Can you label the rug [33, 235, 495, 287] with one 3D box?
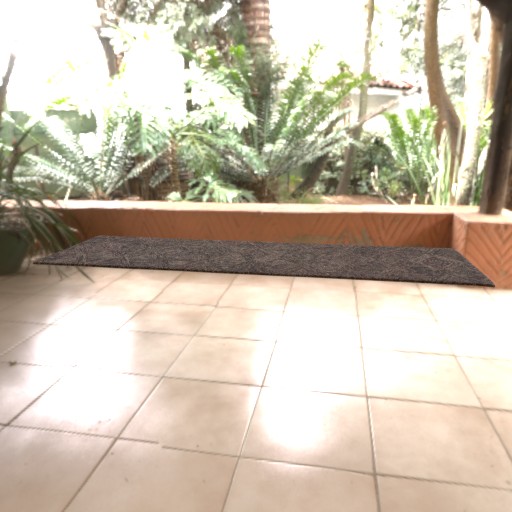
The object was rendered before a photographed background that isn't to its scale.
[{"bbox_3d":[0.000,0.000,2.503,2.305,0.013,0.719,2,15,9],"label":"rug"}]
